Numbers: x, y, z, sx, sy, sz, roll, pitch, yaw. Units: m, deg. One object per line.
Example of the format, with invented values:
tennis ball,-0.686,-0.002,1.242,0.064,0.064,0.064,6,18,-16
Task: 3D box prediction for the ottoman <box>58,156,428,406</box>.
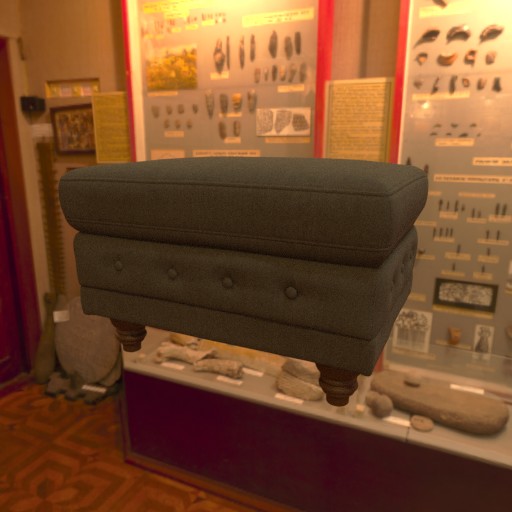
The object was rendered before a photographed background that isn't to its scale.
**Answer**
ottoman,0.000,0.000,1.154,0.771,0.500,0.569,7,16,25
